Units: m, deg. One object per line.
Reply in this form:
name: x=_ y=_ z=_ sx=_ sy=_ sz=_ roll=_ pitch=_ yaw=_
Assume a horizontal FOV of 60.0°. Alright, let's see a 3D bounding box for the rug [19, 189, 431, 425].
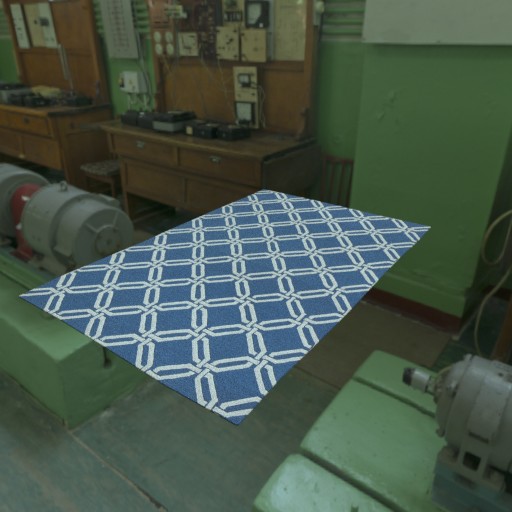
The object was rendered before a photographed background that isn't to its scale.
rug: x=0.000 y=0.000 z=2.142 sx=1.153 sy=0.010 sz=1.755 roll=18 pitch=32 yaw=32
